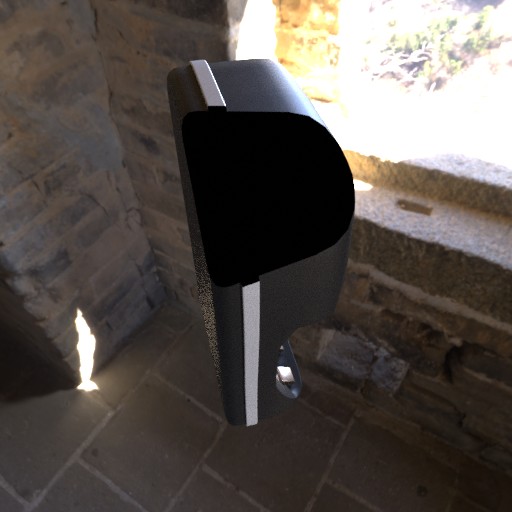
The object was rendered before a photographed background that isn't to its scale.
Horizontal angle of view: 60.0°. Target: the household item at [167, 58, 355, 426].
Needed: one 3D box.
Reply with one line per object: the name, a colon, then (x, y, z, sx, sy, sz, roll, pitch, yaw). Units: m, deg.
household item: (0.000, 0.000, 0.146, 0.038, 0.114, 0.070, -11, 48, -10)
